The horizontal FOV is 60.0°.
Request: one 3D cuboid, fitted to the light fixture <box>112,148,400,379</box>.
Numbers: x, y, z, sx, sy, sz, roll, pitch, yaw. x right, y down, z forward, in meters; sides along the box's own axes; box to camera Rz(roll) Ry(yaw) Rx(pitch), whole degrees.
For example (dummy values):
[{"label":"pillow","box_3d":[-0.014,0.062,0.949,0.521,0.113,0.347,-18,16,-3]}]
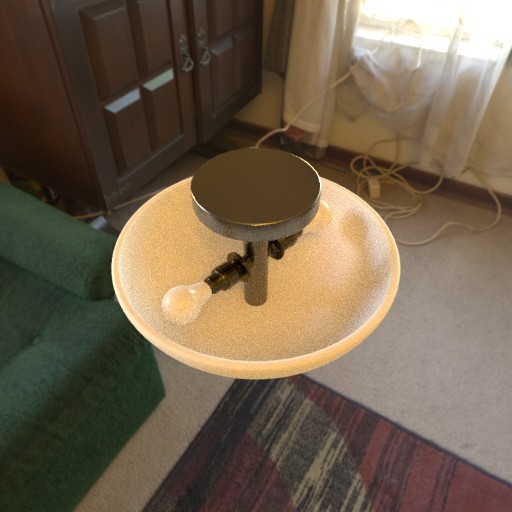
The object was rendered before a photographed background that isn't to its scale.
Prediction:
[{"label":"light fixture","box_3d":[0.000,0.000,0.531,0.330,0.214,0.330,0,45,0]}]
